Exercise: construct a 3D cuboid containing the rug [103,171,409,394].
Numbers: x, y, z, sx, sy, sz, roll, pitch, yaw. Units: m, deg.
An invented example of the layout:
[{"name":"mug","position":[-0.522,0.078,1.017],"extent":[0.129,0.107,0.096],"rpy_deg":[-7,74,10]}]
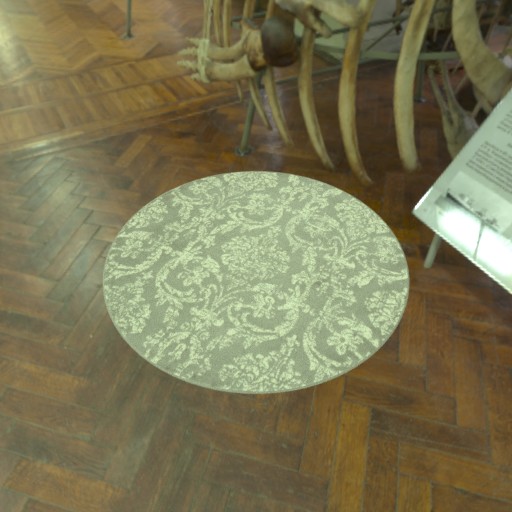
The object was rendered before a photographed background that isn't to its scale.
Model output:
[{"name":"rug","position":[0.000,0.000,2.368],"extent":[1.593,0.012,1.593],"rpy_deg":[0,45,0]}]
